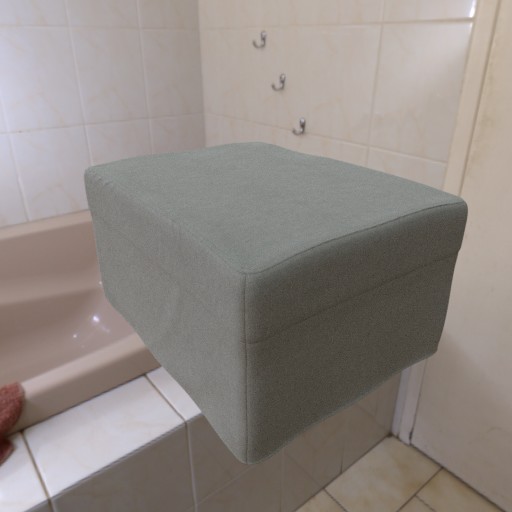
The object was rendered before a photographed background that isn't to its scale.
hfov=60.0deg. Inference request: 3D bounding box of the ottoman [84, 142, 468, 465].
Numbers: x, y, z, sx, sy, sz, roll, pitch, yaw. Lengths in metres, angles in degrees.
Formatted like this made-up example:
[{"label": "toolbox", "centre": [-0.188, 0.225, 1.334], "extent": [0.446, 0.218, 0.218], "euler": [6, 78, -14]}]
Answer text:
[{"label": "ottoman", "centre": [0.000, 0.000, 1.233], "extent": [0.648, 0.461, 0.833], "euler": [-18, 31, -32]}]
